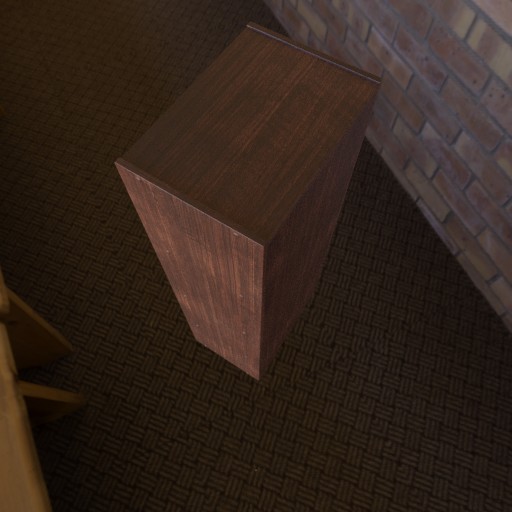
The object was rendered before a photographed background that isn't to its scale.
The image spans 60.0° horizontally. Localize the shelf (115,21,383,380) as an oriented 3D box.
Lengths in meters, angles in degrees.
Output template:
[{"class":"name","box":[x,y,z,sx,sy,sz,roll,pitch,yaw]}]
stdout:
[{"class":"shelf","box":[0.000,0.000,1.263,0.290,1.099,0.415,30,68,14]}]
